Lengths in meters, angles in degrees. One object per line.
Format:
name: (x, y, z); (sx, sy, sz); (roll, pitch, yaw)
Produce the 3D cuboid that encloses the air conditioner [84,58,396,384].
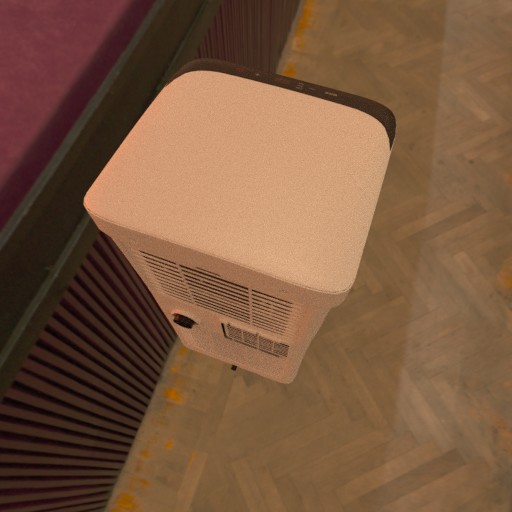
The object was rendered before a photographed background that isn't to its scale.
air conditioner: (0.000, 0.000, 0.907); (0.352, 0.716, 0.369); (18, 65, 9)
